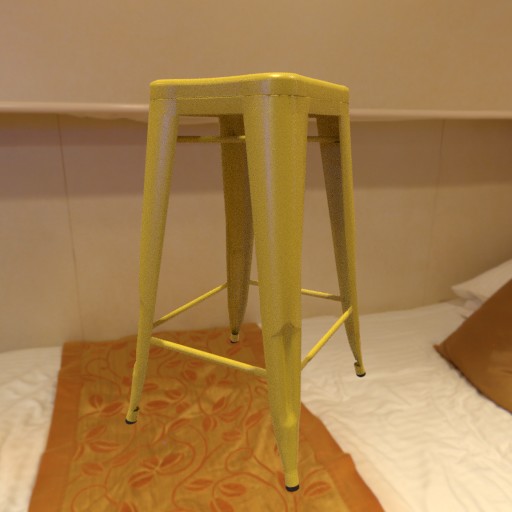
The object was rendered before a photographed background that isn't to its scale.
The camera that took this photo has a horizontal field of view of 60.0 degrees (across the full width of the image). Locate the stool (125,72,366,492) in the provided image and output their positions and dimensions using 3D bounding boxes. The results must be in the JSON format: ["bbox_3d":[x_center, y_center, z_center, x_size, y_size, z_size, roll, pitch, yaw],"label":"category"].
[{"bbox_3d":[0.000,0.000,0.839,0.359,0.609,0.399,9,18,27],"label":"stool"}]
